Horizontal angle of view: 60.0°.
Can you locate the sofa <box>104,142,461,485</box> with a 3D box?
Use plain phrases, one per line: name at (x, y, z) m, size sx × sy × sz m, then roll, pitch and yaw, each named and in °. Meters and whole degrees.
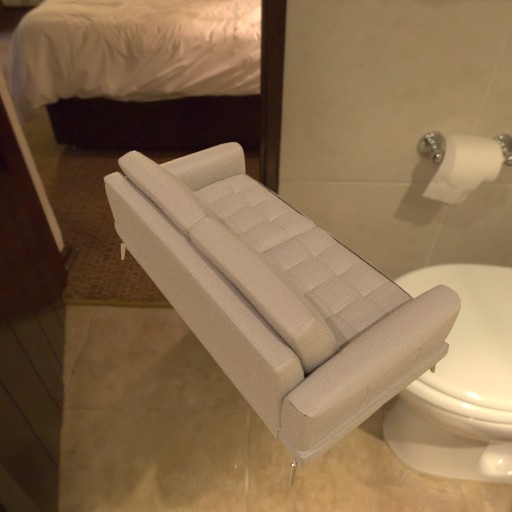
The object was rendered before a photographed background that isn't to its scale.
sofa at (0.000, 0.000, 2.723) m, size 1.121 × 0.930 × 2.177 m, roll -26°, pitch 48°, yaw -26°
